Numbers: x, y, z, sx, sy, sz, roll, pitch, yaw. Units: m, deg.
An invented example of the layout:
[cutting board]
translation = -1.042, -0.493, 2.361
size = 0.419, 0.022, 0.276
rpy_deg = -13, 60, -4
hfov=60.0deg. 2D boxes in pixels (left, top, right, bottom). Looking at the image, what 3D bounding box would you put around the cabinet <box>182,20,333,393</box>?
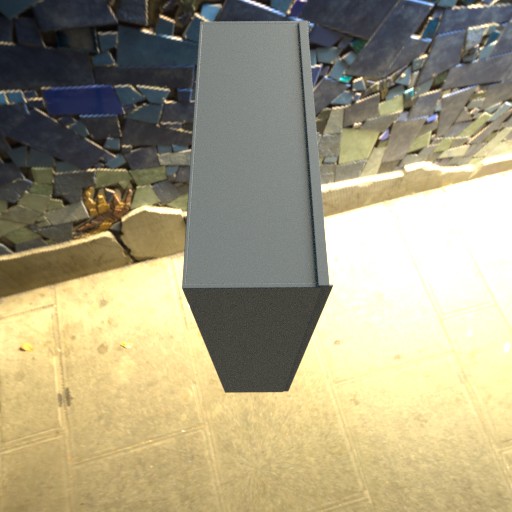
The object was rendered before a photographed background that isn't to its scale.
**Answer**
[cabinet]
translation = 0.000, 0.000, 2.638
size = 0.480, 2.160, 1.250
rpy_deg = 0, 64, 0
